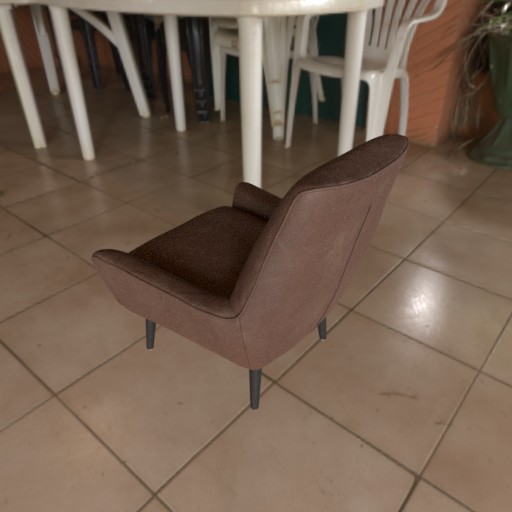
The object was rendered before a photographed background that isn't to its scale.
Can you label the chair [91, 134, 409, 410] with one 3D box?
[{"bbox_3d":[0.000,0.000,1.531,0.824,0.888,0.787,24,40,32],"label":"chair"}]
